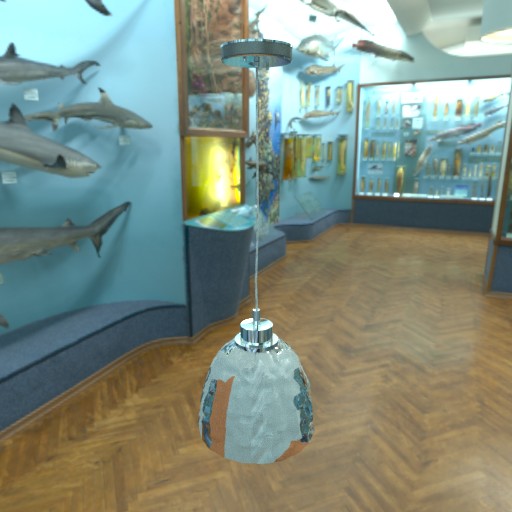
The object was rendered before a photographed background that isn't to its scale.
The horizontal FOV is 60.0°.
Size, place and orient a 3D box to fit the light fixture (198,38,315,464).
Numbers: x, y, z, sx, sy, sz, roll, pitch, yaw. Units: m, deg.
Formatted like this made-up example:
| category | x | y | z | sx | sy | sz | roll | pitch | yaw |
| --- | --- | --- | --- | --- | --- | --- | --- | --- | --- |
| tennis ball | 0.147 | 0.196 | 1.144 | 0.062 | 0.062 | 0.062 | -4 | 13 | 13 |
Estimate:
| category | x | y | z | sx | sy | sz | roll | pitch | yaw |
| --- | --- | --- | --- | --- | --- | --- | --- | --- | --- |
| light fixture | 0.000 | 0.000 | 1.739 | 0.500 | 1.511 | 0.496 | 7 | 16 | 26 |
